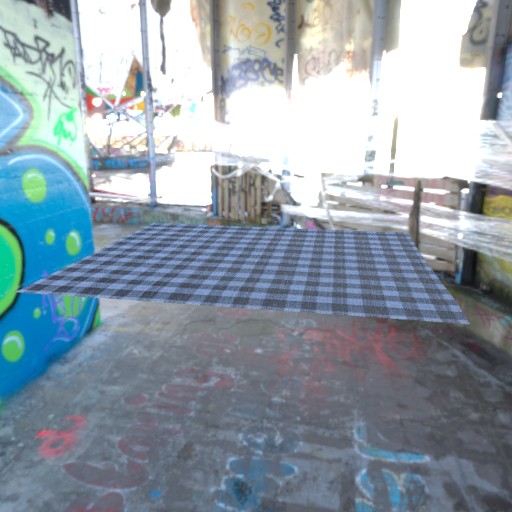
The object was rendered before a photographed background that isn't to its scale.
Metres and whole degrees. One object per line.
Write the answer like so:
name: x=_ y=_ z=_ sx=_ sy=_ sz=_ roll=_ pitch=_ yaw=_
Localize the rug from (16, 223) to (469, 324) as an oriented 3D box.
rug: x=0.000 y=0.000 z=4.032 sx=3.021 sy=0.013 sz=2.432 roll=3 pitch=16 yaw=10
